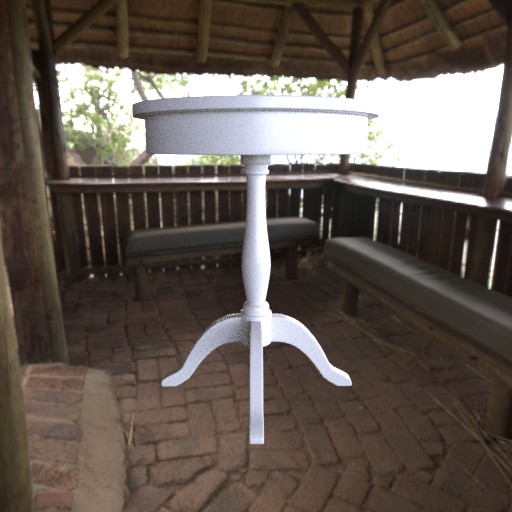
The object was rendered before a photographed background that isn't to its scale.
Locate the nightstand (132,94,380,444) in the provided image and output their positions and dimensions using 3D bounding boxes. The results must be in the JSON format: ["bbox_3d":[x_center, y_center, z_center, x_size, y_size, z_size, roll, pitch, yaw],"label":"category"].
[{"bbox_3d":[0.000,0.000,1.026,0.513,0.653,0.513,2,14,9],"label":"nightstand"}]
